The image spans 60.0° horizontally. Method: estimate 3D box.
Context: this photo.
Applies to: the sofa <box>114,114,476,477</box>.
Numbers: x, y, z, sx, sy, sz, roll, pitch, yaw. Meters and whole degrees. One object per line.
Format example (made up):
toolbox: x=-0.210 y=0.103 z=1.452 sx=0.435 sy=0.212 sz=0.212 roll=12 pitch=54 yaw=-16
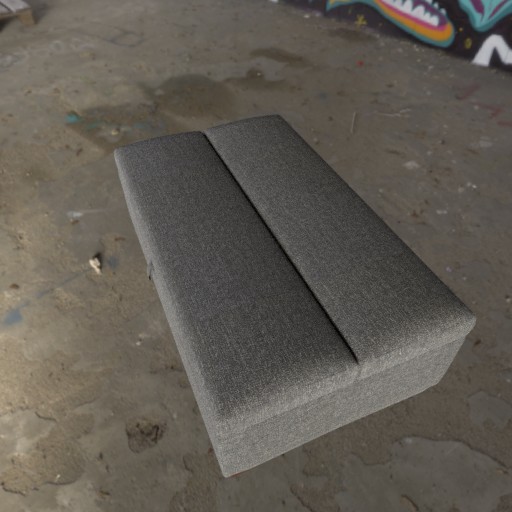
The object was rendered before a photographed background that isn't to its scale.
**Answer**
sofa: x=0.000 y=0.000 z=1.569 sx=0.782 sy=0.417 sz=1.198 roll=-17 pitch=47 yaw=-16
